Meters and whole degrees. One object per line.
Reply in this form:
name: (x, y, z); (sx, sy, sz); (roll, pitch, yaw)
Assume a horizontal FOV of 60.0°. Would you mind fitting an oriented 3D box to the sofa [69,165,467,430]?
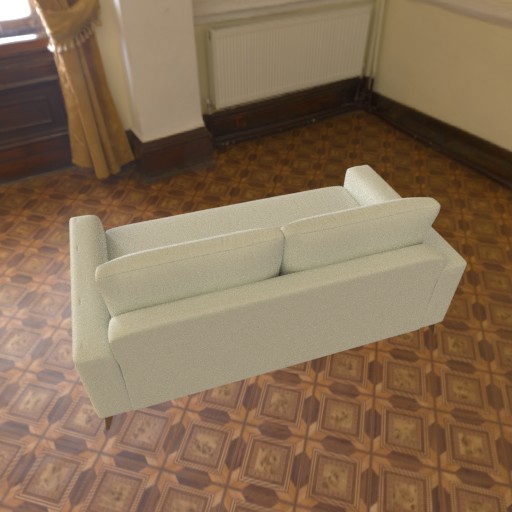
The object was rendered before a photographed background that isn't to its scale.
sofa: (0.000, 0.000, 2.125); (1.650, 0.790, 0.920); (-12, 43, -14)
